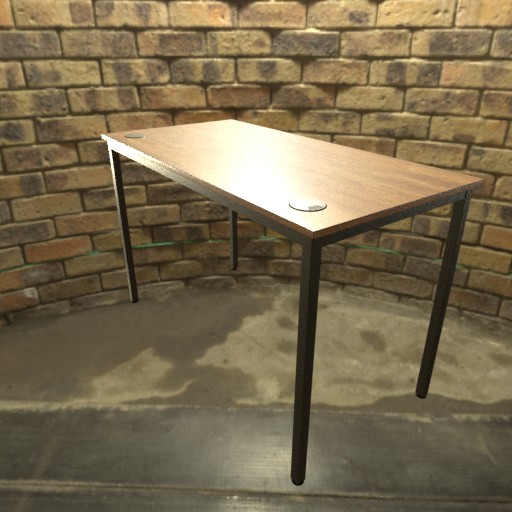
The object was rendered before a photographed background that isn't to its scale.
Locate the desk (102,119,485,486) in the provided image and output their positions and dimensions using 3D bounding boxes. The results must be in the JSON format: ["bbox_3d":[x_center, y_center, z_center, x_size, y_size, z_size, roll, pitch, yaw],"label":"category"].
[{"bbox_3d":[0.000,0.000,1.593,0.600,0.749,1.200,-18,31,-32],"label":"desk"}]
